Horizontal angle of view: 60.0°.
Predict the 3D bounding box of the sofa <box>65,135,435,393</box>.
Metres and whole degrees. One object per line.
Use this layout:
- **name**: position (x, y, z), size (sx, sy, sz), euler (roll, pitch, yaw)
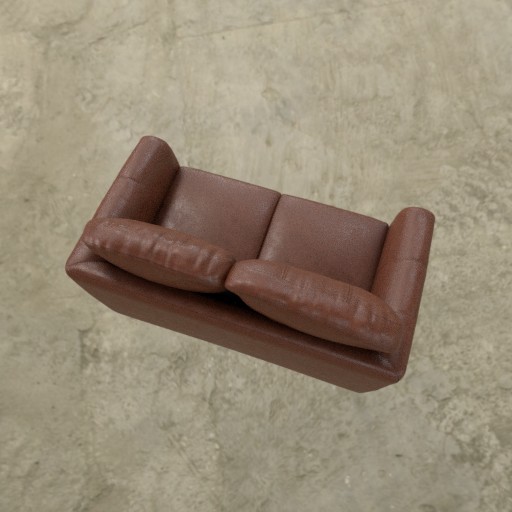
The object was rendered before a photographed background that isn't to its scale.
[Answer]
- **sofa**: position (0.000, 0.000, 1.973), size (1.406, 0.906, 0.805), euler (17, 65, 8)
